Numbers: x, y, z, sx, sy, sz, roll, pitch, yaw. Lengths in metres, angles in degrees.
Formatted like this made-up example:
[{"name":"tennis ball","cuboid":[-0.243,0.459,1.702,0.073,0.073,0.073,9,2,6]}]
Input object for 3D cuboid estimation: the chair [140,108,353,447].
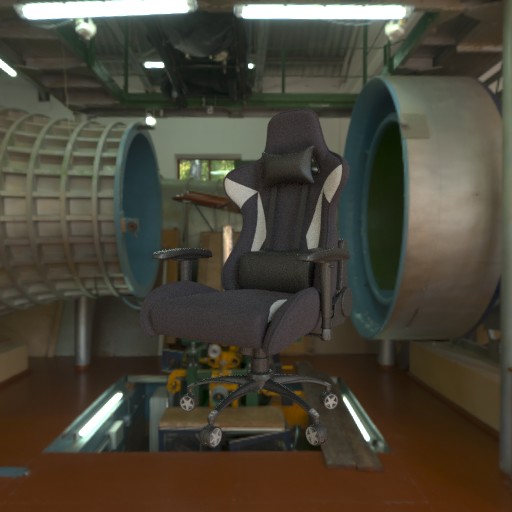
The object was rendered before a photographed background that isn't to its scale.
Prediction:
[{"name":"chair","cuboid":[0.000,0.000,1.750,0.730,1.300,0.695,0,1,34]}]
